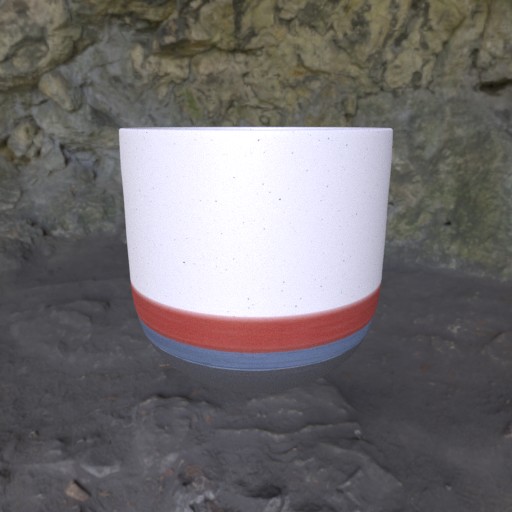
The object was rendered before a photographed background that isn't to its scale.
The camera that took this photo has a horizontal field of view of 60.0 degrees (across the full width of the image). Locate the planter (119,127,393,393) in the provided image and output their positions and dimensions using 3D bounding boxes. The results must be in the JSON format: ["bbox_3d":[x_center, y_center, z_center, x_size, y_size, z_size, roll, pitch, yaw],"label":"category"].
[{"bbox_3d":[0.000,0.000,0.486,0.268,0.270,0.268,0,17,0],"label":"planter"}]
